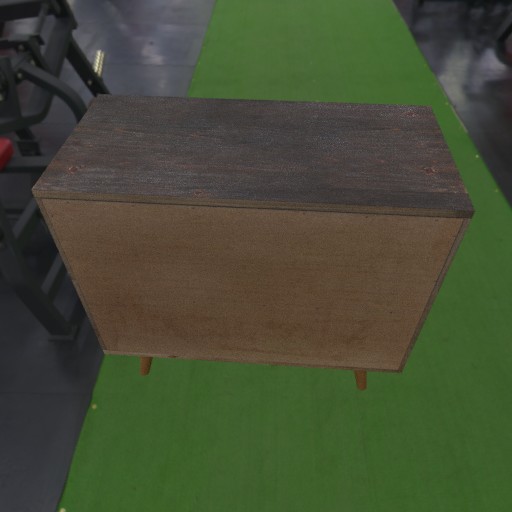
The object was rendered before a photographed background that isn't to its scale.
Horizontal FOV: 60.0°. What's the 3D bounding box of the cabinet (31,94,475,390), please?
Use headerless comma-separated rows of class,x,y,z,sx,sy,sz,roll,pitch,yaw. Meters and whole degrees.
cabinet,0.000,0.000,1.519,1.023,0.897,0.529,3,45,3
